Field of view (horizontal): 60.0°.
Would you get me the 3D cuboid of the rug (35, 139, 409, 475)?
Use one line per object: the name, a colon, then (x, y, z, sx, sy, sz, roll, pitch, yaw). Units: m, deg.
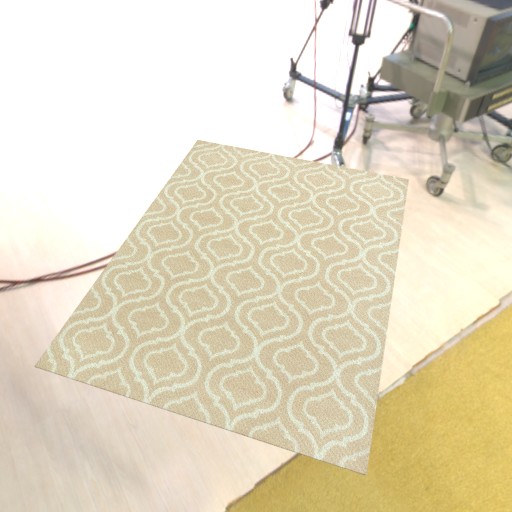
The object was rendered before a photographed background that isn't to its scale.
rug: (0.000, 0.000, 3.747, 2.286, 0.013, 2.894, 13, 49, 12)
